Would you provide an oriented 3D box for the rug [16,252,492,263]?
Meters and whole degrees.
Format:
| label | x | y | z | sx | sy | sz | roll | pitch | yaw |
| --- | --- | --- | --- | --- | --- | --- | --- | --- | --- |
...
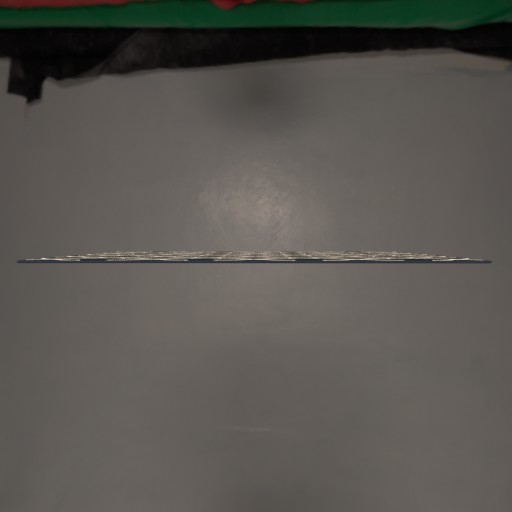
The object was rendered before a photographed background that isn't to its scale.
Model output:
| label | x | y | z | sx | sy | sz | roll | pitch | yaw |
| --- | --- | --- | --- | --- | --- | --- | --- | --- | --- |
| rug | 0.000 | 0.000 | 2.880 | 2.294 | 0.014 | 1.528 | 0 | 2 | 0 |
